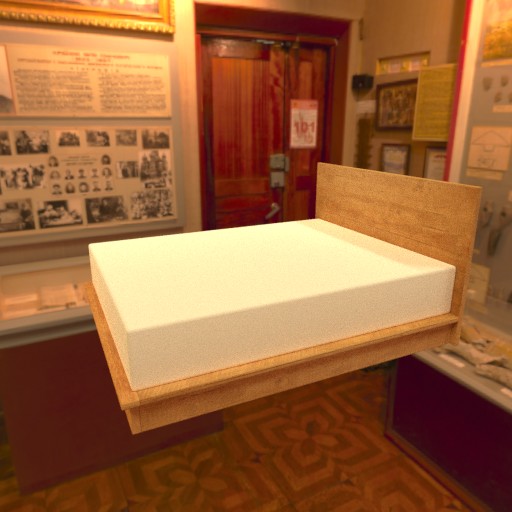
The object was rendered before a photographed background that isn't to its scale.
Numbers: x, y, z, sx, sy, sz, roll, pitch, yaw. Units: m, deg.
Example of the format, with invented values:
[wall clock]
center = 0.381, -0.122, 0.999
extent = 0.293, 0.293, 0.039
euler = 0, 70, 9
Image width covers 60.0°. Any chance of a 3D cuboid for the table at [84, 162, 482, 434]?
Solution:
[table]
center = 0.000, 0.000, 3.059
extent = 2.149, 1.041, 1.707
euler = -8, 19, -24
